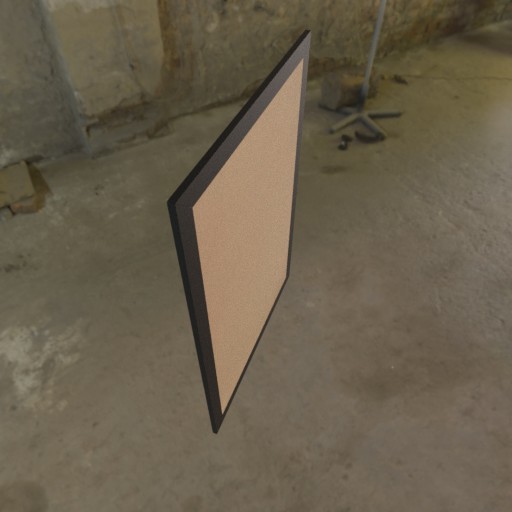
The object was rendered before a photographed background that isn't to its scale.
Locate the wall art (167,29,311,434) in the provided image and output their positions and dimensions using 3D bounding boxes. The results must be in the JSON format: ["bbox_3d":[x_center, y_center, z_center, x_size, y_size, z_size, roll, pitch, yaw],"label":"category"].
[{"bbox_3d":[0.000,0.000,0.684,0.008,0.530,0.379,17,51,14],"label":"wall art"}]
